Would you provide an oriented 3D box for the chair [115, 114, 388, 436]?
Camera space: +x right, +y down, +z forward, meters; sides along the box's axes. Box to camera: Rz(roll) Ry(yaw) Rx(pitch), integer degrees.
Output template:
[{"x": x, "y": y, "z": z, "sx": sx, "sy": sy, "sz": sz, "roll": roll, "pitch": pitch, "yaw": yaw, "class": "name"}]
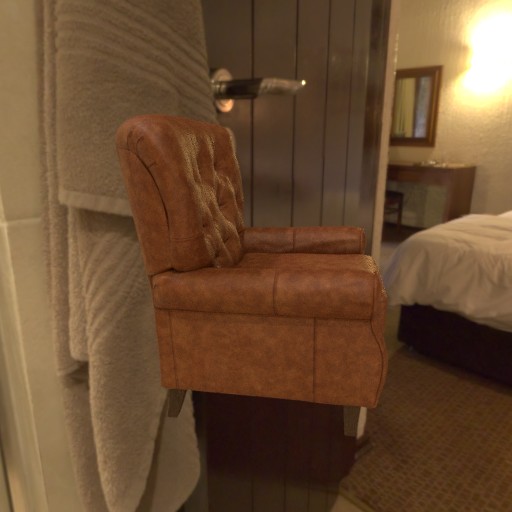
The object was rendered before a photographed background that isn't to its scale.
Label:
[{"x": 0.000, "y": 0.000, "z": 1.901, "sx": 1.059, "sy": 1.164, "sz": 0.951, "roll": 3, "pitch": 16, "yaw": 9, "class": "chair"}]
